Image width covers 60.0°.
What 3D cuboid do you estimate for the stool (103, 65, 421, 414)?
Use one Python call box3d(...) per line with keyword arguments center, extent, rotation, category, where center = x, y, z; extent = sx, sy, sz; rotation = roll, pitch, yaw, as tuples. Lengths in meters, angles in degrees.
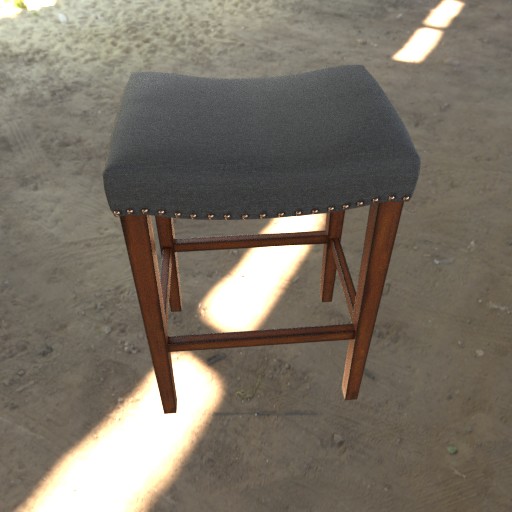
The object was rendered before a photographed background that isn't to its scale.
box3d(center=(0.000, 0.000, 1.013), extent=(0.502, 0.748, 0.366), rotation=(-3, 45, -3), category="stool")
